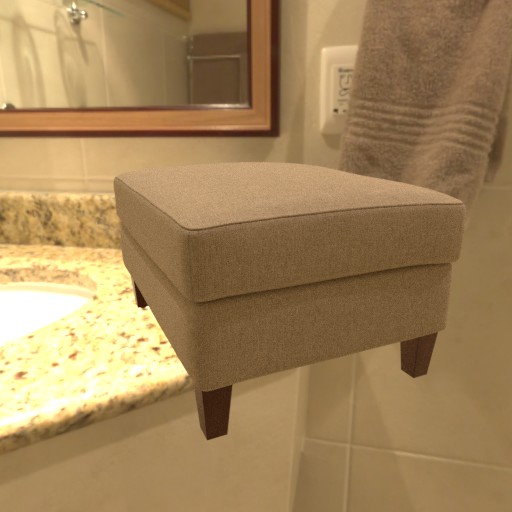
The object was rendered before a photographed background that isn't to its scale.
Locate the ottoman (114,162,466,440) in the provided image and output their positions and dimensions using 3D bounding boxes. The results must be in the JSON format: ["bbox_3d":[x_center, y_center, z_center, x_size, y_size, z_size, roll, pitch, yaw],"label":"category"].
[{"bbox_3d":[0.000,0.000,1.301,0.677,0.519,0.898,-8,18,-24],"label":"ottoman"}]
